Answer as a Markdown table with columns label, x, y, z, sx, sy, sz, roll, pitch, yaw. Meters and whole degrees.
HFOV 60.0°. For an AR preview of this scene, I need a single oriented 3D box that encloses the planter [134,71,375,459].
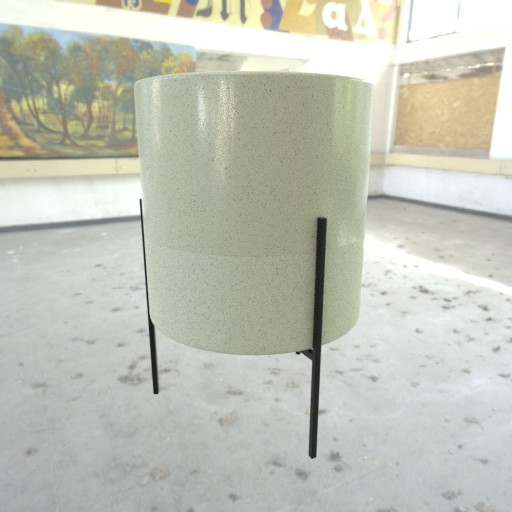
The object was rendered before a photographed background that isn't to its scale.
| label | x | y | z | sx | sy | sz | roll | pitch | yaw |
| --- | --- | --- | --- | --- | --- | --- | --- | --- | --- |
| planter | 0.000 | 0.000 | 0.656 | 0.314 | 0.475 | 0.323 | -8 | 18 | -27 |
